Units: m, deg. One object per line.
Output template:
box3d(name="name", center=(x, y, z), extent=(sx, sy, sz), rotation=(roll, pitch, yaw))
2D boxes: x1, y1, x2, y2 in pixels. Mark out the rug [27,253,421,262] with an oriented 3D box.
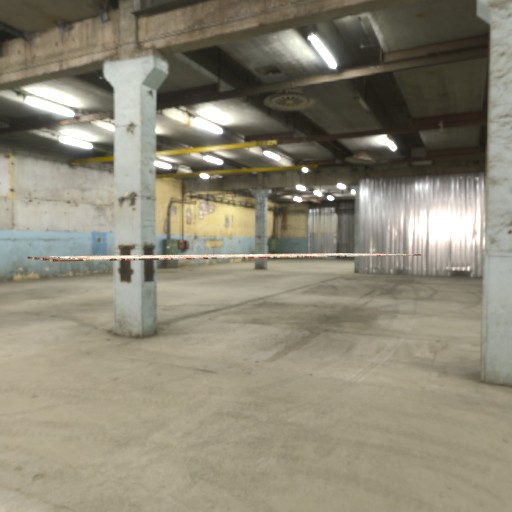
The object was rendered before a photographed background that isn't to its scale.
box3d(name="rug", center=(0.000, 0.000, 3.006), extent=(2.682, 0.015, 0.763), rotation=(-1, 1, -36))
